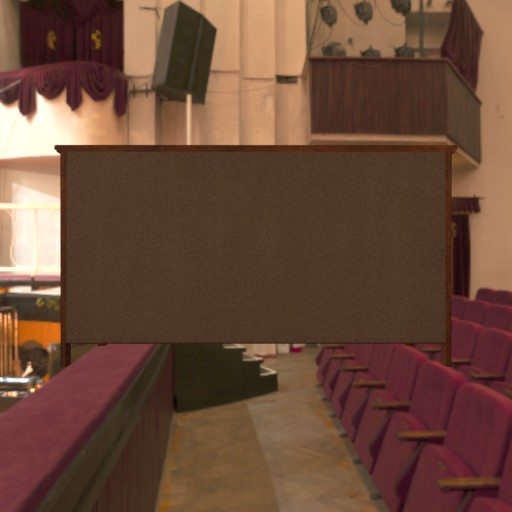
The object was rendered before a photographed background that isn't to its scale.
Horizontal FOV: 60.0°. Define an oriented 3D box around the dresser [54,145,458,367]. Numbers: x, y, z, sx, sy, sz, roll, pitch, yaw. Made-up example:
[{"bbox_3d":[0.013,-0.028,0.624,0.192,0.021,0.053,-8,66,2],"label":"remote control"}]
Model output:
[{"bbox_3d":[0.000,0.000,1.932,1.551,0.856,0.463,0,0,0],"label":"dresser"}]
